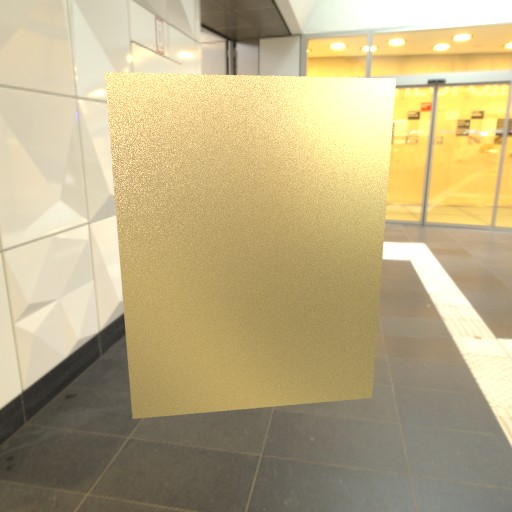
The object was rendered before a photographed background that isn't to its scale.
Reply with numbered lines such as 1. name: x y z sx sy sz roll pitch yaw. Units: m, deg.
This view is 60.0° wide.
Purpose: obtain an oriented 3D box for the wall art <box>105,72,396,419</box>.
1. wall art: 0.000 0.000 0.753 0.444 0.569 0.025 -2 15 -8
